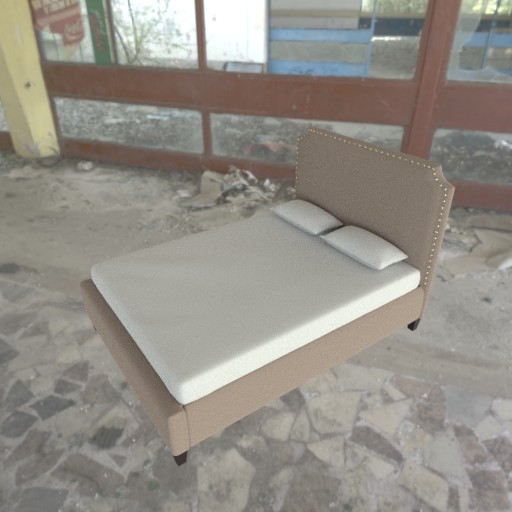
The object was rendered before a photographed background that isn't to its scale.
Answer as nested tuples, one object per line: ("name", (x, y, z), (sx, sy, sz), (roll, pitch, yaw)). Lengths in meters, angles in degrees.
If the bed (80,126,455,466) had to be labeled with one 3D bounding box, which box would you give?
("bed", (0.000, 0.000, 3.495), (2.372, 1.443, 1.713), (-19, 35, -30))
